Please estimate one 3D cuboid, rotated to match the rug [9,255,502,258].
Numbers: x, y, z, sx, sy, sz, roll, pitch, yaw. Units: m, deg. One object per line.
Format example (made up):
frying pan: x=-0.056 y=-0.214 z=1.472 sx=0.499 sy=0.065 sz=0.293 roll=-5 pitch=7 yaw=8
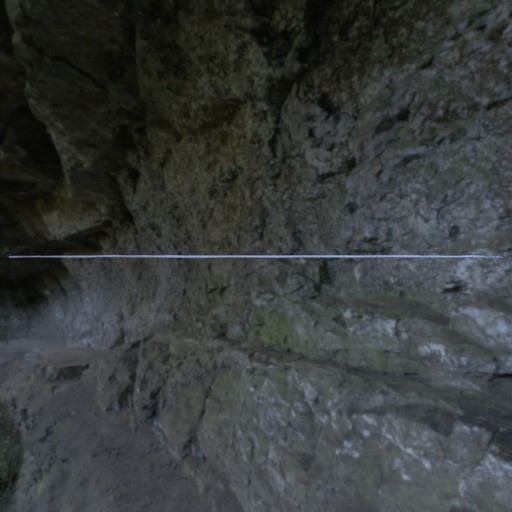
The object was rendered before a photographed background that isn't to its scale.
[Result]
rug: x=0.000 y=0.000 z=2.941 sx=2.440 sy=0.012 sz=1.522 roll=0 pitch=0 yaw=1
